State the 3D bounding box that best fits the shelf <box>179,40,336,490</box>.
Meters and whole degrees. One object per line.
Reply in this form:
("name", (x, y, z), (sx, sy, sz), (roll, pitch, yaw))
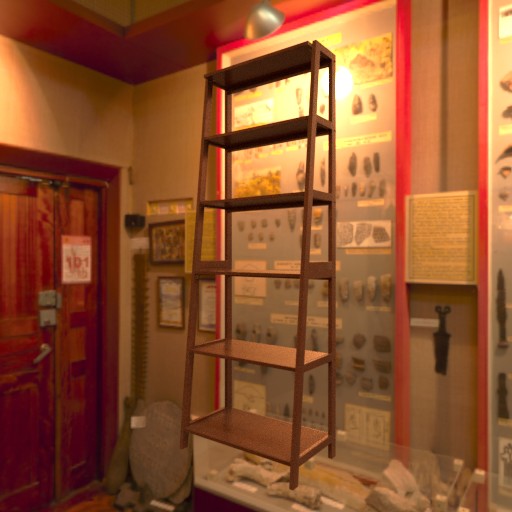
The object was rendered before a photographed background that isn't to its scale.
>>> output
("shelf", (0.000, 0.000, 2.134), (0.660, 1.892, 0.382), (0, 0, 36))
